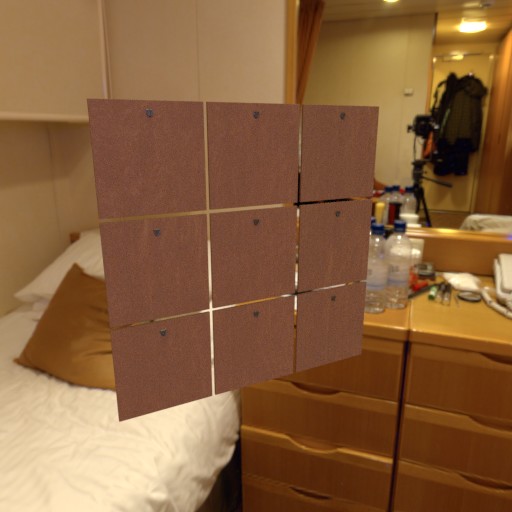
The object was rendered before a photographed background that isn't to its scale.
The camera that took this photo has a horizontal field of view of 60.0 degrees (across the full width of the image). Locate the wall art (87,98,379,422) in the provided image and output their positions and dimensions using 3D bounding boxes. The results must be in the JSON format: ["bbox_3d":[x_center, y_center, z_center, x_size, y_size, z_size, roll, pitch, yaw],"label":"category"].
[{"bbox_3d":[0.000,0.000,2.329,1.526,1.522,0.023,-8,18,-26],"label":"wall art"}]
